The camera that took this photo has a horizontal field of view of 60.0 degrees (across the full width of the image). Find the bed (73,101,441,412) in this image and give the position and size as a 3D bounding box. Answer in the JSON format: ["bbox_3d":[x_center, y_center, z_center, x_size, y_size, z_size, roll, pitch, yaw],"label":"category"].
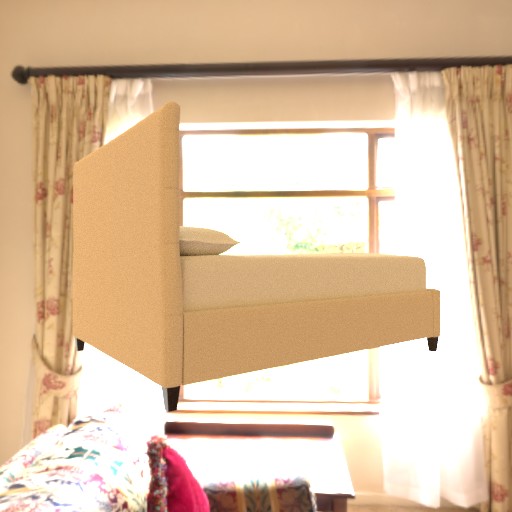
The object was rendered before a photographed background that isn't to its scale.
[{"bbox_3d":[0.000,0.000,3.332,2.233,1.426,1.696,0,0,-36],"label":"bed"}]
